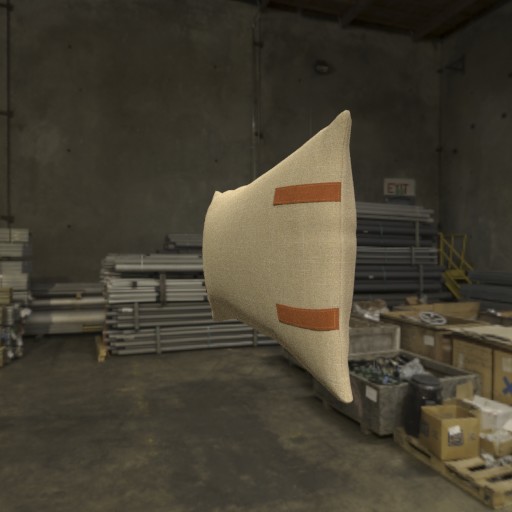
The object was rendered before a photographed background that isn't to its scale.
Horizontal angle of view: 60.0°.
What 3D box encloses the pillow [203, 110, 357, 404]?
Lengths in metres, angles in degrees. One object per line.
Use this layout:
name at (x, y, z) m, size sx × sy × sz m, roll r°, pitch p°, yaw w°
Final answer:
pillow at (0.000, 0.000, 0.748) m, size 0.148 × 0.308 × 0.612 m, roll 0°, pitch 0°, yaw -18°
